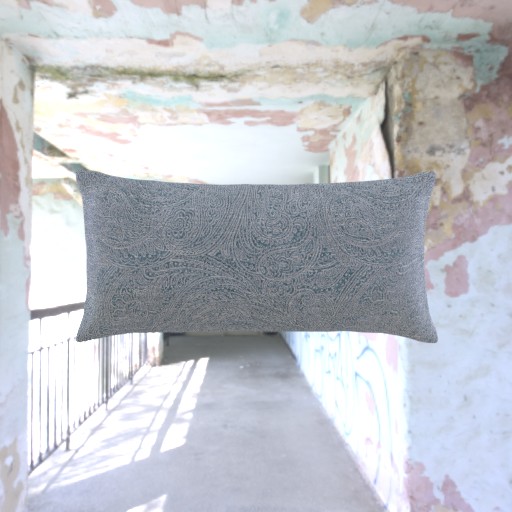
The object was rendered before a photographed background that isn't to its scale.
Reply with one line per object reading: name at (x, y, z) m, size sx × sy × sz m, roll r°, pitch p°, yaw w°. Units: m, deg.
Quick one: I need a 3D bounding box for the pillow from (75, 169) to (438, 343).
pillow at (0.000, 0.000, 0.756) m, size 0.615 × 0.295 × 0.151 m, roll 0°, pitch -2°, yaw 0°
